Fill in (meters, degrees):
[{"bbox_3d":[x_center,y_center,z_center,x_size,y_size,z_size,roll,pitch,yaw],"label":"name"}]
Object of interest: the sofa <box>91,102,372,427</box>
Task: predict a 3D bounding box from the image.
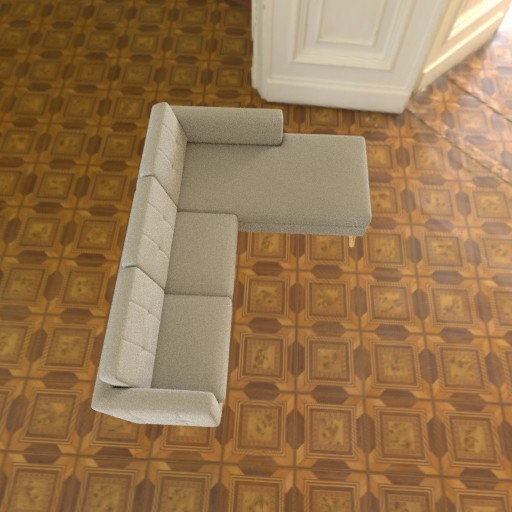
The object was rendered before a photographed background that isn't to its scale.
[{"bbox_3d":[0.000,0.000,2.843,1.530,0.860,2.040,2,63,1],"label":"sofa"}]
